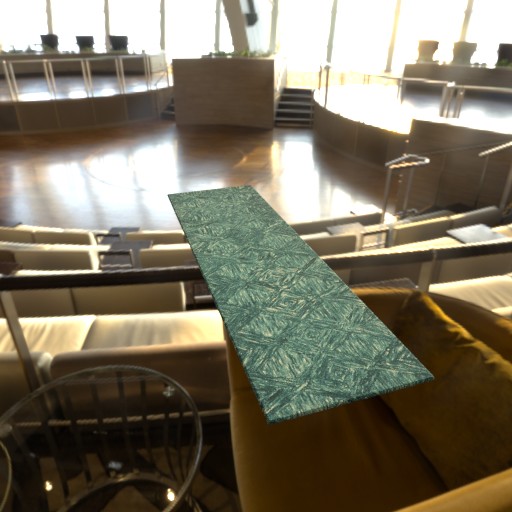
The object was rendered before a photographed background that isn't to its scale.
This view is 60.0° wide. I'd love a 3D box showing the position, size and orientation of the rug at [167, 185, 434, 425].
[{"bbox_3d":[0.000,0.000,2.548,0.676,0.016,2.286,-9,30,-16],"label":"rug"}]
